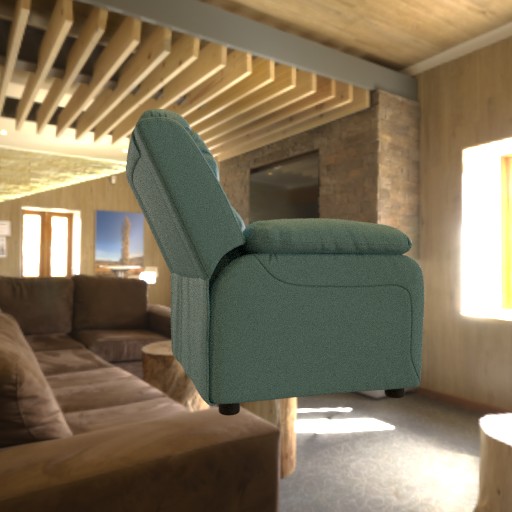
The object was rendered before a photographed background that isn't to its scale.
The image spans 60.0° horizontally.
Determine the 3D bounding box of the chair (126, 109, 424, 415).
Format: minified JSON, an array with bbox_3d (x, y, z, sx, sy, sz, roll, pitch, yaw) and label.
[{"bbox_3d":[0.000,0.000,1.270,0.709,0.702,0.680,0,-1,-18],"label":"chair"}]
